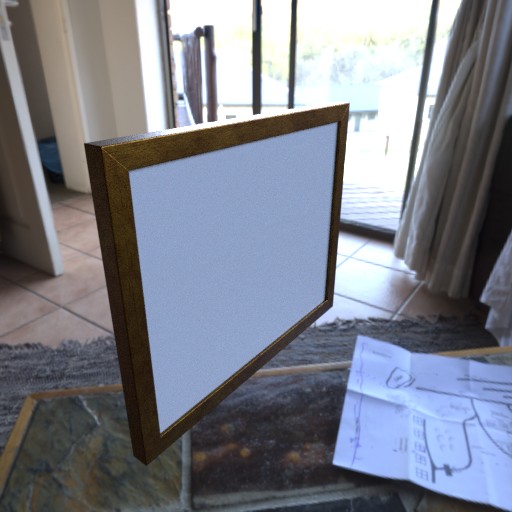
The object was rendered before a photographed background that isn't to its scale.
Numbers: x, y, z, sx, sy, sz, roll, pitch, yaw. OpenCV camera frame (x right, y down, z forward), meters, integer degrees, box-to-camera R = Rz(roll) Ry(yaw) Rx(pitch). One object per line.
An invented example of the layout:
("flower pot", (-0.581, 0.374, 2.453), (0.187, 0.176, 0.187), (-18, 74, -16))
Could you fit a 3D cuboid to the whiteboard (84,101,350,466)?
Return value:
("whiteboard", (0.000, 0.000, 0.758), (0.029, 0.457, 0.561), (18, 30, 33))
